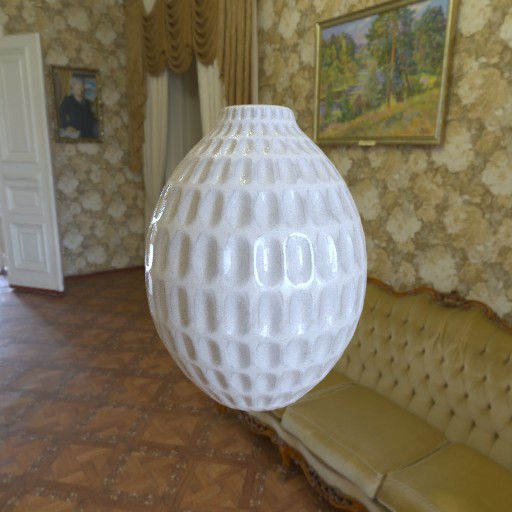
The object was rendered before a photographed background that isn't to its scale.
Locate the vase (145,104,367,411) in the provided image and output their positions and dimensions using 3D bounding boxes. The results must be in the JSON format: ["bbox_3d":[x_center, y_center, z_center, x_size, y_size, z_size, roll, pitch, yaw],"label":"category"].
[{"bbox_3d":[0.000,0.000,0.262,0.128,0.167,0.128,0,13,0],"label":"vase"}]
